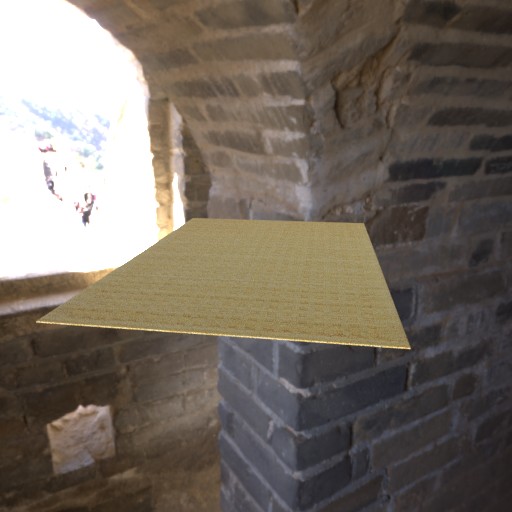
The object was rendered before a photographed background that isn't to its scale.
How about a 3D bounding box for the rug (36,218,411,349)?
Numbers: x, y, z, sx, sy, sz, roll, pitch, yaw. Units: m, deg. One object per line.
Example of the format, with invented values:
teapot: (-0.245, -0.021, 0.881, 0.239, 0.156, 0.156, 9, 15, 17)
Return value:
rug: (0.000, 0.000, 2.847, 1.524, 0.006, 2.286, 2, 16, 9)
